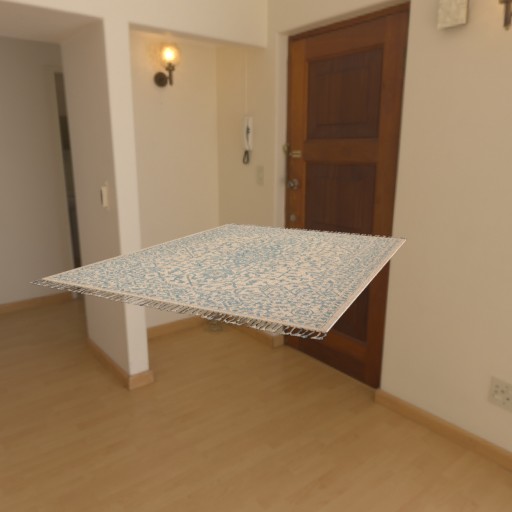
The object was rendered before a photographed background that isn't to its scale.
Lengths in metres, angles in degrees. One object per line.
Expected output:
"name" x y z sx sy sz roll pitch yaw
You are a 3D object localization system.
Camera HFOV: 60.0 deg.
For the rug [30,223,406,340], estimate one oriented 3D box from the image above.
"rug" 0.000 0.000 4.438 2.464 0.010 3.327 7 15 26
